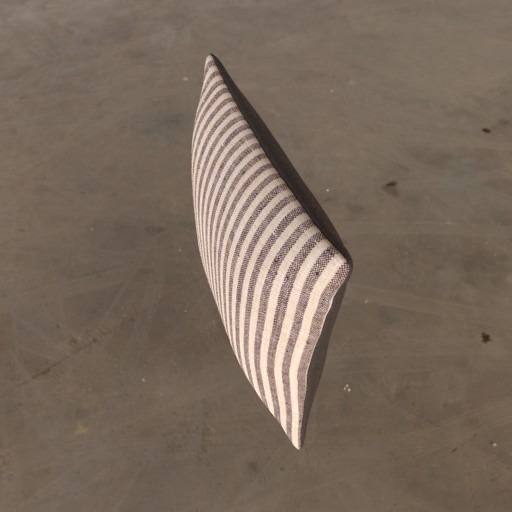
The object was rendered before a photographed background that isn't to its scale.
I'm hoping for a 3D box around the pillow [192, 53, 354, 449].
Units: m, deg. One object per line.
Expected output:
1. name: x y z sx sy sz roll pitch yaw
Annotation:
1. pillow: 0.000 0.000 0.779 0.166 0.506 0.523 -14 49 -13
